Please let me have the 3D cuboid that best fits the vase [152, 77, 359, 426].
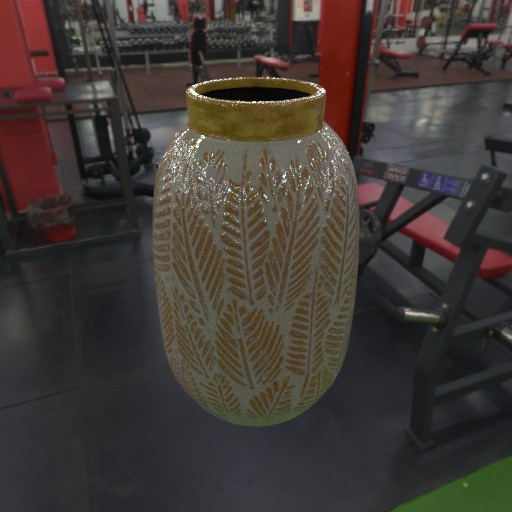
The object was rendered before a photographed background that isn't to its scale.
[{"bbox_3d":[0.000,0.000,0.375,0.172,0.270,0.172,0,31,0],"label":"vase"}]
